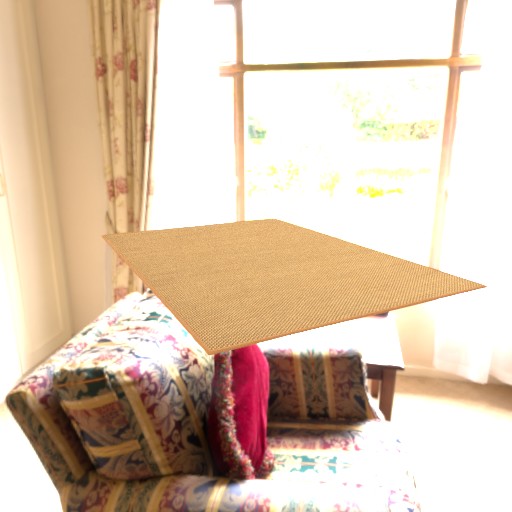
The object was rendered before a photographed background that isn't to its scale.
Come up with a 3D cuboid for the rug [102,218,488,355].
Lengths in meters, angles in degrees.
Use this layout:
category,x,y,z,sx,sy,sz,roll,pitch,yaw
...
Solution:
category,x,y,z,sx,sy,sz,roll,pitch,yaw
rug,0.000,0.000,2.793,1.524,0.013,2.134,-8,17,-27
